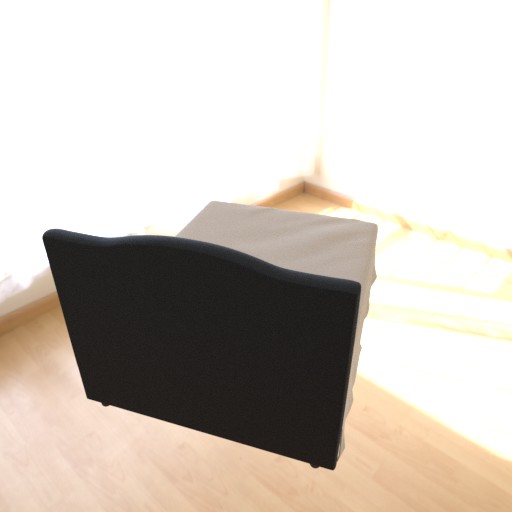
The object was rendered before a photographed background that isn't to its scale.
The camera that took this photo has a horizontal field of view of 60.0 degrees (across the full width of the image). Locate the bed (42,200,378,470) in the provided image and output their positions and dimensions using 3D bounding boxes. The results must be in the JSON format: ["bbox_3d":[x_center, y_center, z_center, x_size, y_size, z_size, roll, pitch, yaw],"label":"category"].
[{"bbox_3d":[0.000,0.000,3.406,1.821,1.436,2.282,10,33,15],"label":"bed"}]
